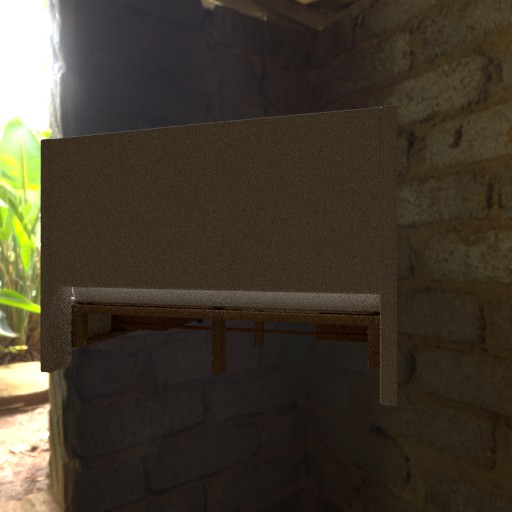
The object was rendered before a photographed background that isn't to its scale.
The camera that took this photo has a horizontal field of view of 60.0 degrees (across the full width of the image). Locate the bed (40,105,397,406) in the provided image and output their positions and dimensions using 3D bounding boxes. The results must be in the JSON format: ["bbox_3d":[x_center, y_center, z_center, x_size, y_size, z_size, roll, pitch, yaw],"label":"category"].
[{"bbox_3d":[0.000,0.000,3.551,2.145,1.471,2.293,0,0,17],"label":"bed"}]
